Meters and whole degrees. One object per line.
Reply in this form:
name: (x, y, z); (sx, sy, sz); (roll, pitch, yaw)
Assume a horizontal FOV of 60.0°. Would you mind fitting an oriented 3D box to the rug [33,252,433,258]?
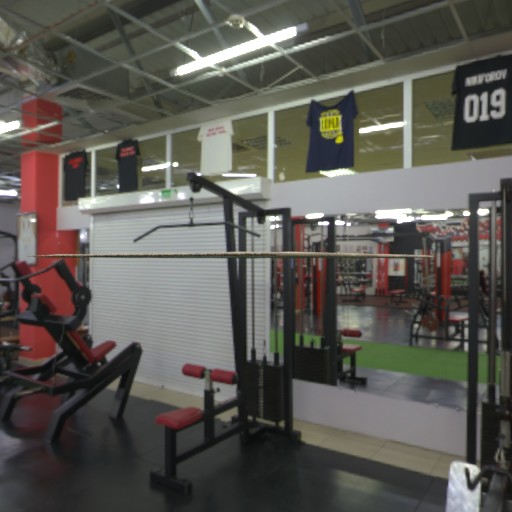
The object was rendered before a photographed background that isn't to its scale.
rug: (0.000, 0.000, 4.129); (2.426, 0.034, 3.061); (0, -1, 37)
